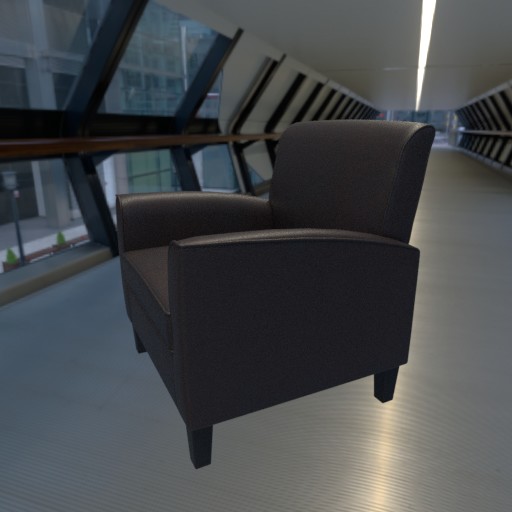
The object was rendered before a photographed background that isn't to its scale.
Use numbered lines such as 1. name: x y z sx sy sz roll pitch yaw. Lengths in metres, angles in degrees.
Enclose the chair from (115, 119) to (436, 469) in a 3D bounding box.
1. chair: 0.000 0.000 1.557 0.819 0.916 0.820 -8 19 -25
